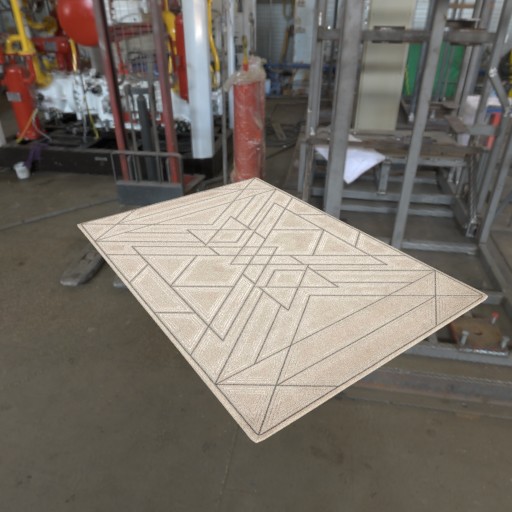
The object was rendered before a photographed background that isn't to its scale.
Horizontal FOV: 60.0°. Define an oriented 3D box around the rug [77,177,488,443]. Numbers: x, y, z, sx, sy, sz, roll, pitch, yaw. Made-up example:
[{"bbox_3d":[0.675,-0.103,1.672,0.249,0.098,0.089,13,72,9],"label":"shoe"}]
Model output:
[{"bbox_3d":[0.000,0.000,4.313,2.436,0.026,3.381,-20,37,-30],"label":"rug"}]
